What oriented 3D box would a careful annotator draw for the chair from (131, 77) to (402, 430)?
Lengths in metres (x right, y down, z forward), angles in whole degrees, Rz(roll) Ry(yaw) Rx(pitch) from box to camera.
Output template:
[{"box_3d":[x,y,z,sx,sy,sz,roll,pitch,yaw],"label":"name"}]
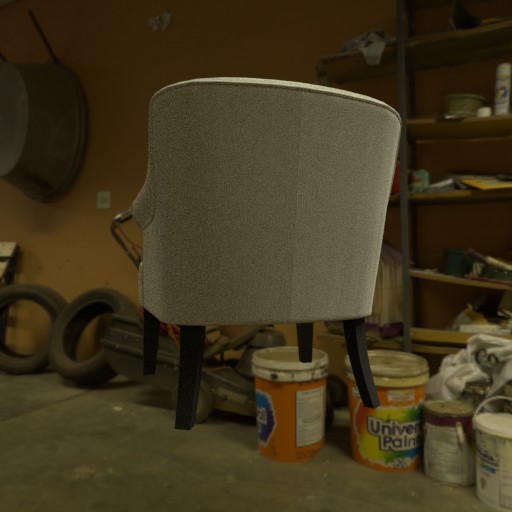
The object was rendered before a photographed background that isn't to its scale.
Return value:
[{"box_3d":[0.000,0.000,1.455,0.781,0.875,0.750,0,-1,-18],"label":"chair"}]
